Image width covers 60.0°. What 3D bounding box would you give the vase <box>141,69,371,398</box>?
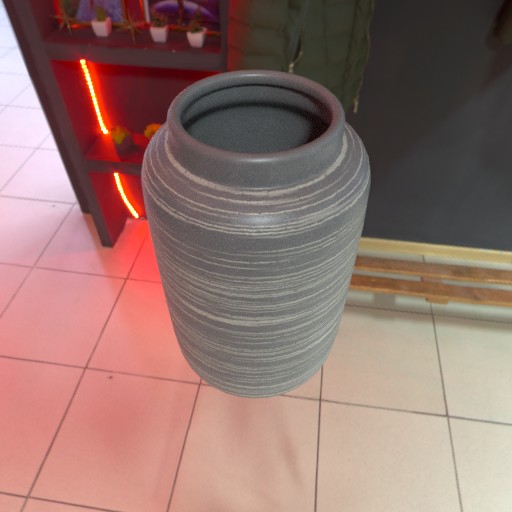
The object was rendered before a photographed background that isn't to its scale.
[{"bbox_3d":[0.000,0.000,0.688,0.297,0.499,0.297,0,47,0],"label":"vase"}]
